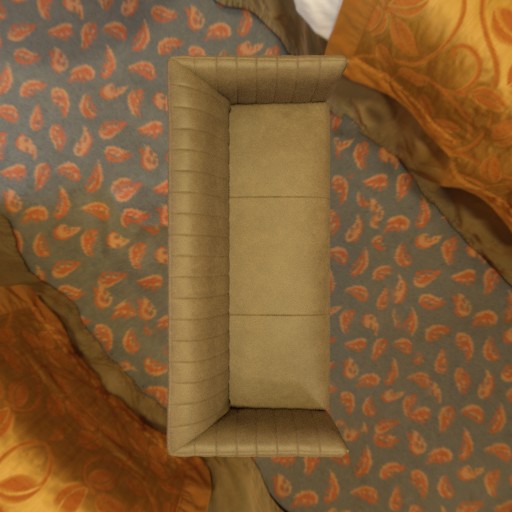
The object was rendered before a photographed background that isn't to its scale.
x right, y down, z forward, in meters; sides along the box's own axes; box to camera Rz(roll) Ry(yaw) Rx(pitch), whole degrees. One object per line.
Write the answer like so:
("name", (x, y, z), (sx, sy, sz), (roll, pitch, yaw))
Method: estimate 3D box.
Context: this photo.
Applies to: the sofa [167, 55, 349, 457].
("sofa", (0.000, 0.000, 2.473), (0.876, 0.779, 1.980), (0, 90, -1))
